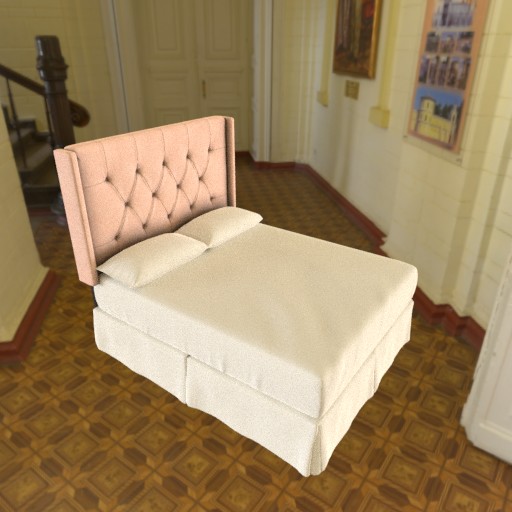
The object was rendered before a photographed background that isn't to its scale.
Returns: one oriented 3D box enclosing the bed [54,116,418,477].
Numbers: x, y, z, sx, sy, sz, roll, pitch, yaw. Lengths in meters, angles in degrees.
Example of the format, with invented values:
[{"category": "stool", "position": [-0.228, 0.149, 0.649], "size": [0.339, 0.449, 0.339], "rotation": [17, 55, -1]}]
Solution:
[{"category": "bed", "position": [0.000, 0.000, 3.320], "size": [2.066, 1.665, 1.719], "rotation": [18, 31, 31]}]
